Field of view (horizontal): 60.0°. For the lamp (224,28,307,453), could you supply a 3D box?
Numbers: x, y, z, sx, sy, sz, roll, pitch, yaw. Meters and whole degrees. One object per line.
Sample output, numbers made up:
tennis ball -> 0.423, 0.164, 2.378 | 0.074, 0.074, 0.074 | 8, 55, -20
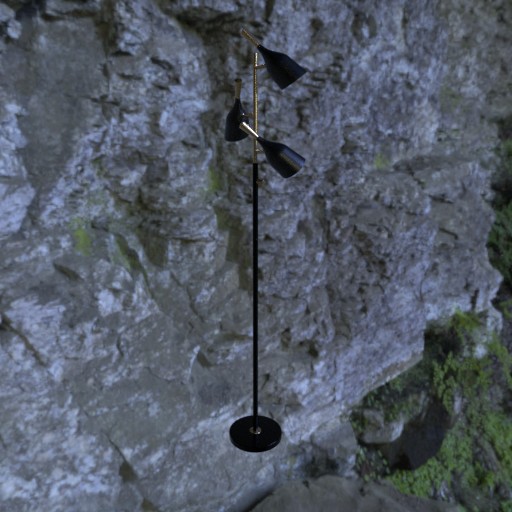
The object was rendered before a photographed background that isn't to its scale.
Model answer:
lamp -> 0.000, 0.000, 1.919 | 0.253, 1.778, 0.434 | -13, 19, -42
